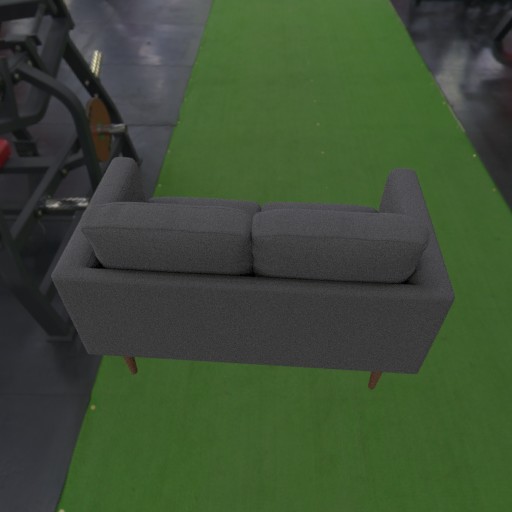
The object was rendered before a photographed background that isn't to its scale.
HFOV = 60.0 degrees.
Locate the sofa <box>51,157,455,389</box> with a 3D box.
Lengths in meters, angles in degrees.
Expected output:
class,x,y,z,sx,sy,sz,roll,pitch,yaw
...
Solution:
class,x,y,z,sx,sy,sz,roll,pitch,yaw
sofa,0.000,0.000,1.981,1.430,0.908,0.796,3,45,3
